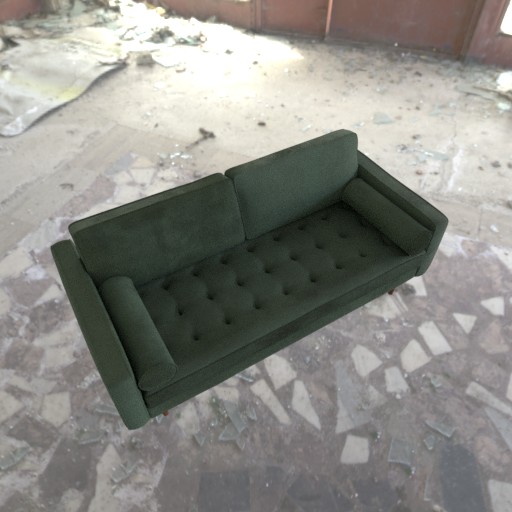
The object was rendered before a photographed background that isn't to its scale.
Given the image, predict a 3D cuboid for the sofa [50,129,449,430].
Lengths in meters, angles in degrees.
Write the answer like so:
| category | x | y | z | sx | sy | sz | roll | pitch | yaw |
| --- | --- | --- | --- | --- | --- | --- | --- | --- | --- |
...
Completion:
| category | x | y | z | sx | sy | sz | roll | pitch | yaw |
| --- | --- | --- | --- | --- | --- | --- | --- | --- | --- |
| sofa | 0.000 | 0.000 | 2.386 | 1.880 | 0.772 | 0.916 | -24 | 51 | -21 |
